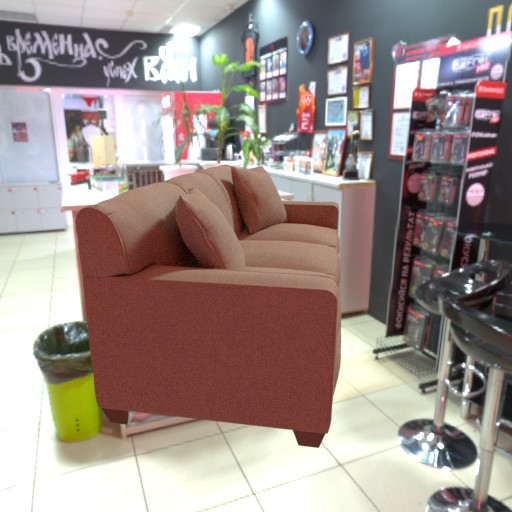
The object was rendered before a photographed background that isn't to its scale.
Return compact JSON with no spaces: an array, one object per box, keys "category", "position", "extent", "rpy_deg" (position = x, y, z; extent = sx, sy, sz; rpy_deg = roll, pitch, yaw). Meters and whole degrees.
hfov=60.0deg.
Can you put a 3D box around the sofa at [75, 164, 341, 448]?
[{"category":"sofa","position":[0.000,0.000,2.572],"extent":[0.997,0.958,2.024],"rpy_deg":[3,16,10]}]
